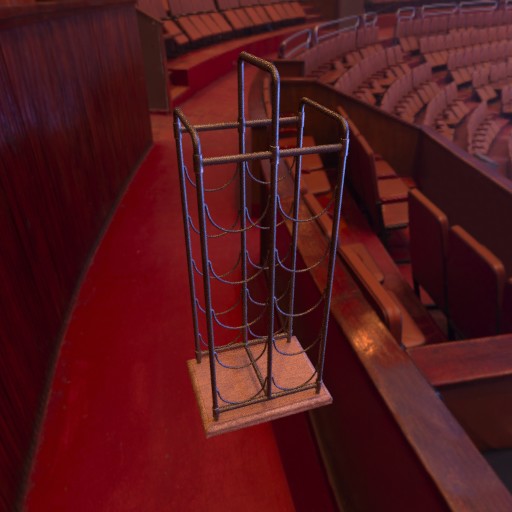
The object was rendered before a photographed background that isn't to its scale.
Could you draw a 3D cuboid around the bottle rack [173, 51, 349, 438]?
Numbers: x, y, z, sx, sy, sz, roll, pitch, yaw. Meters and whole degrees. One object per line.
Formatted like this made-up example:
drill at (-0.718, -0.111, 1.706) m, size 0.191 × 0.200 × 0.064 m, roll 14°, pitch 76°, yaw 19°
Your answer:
bottle rack at (0.000, 0.000, 0.823) m, size 0.276 × 0.680 × 0.208 m, roll -10°, pitch 33°, yaw -15°
